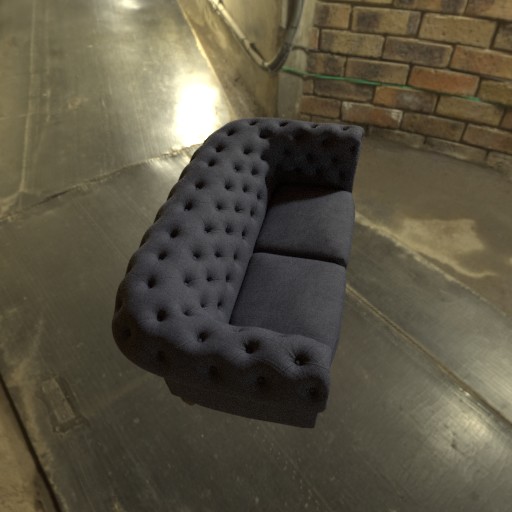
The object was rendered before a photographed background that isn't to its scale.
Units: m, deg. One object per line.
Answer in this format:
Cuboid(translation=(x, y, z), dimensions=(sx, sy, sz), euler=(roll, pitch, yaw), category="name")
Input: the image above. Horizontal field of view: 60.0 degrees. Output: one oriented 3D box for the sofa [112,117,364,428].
Cuboid(translation=(0.000, 0.000, 2.614), dimensions=(1.082, 0.833, 1.988), euler=(10, 47, 9), category="sofa")
